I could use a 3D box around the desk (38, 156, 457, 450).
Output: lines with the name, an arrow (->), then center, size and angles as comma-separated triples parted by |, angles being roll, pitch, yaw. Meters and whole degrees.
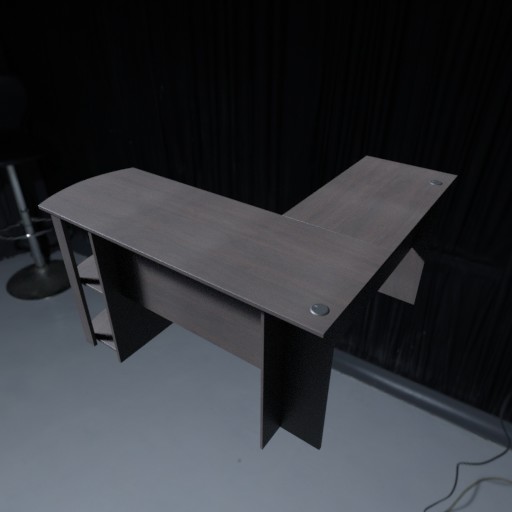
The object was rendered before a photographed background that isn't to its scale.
desk -> 0.000, 0.000, 2.130 | 1.361, 0.716, 1.303 | 21, 38, 29
